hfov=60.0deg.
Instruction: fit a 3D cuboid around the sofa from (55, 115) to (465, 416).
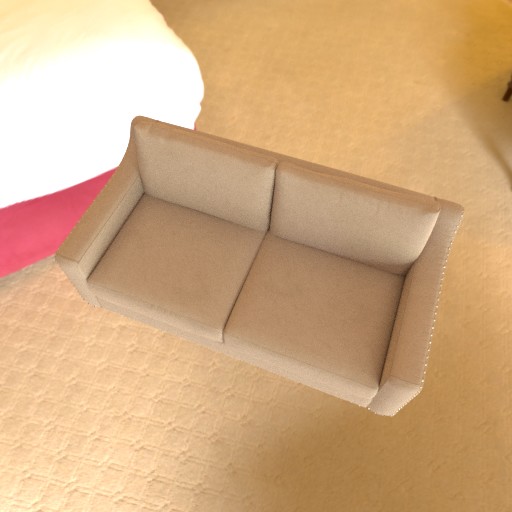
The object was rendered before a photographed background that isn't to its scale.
[{"bbox_3d":[0.000,0.000,2.513,1.967,0.901,1.030,18,60,11],"label":"sofa"}]
